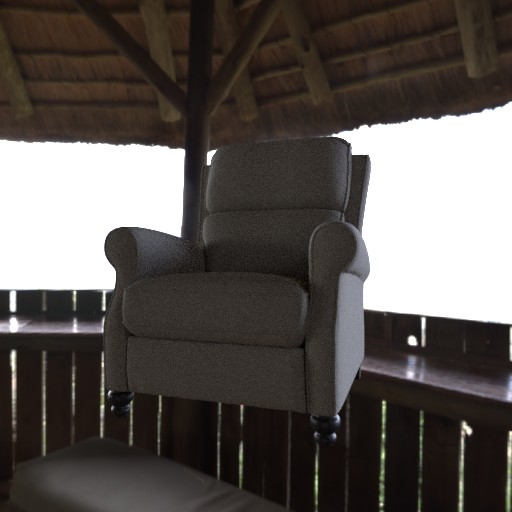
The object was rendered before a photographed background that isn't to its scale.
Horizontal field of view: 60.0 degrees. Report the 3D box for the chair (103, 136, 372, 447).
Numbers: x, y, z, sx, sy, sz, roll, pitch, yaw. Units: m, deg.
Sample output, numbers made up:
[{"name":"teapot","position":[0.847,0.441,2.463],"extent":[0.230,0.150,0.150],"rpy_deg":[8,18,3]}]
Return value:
[{"name":"chair","position":[0.000,0.000,1.712],"extent":[0.859,1.046,0.919],"rpy_deg":[0,0,19]}]
